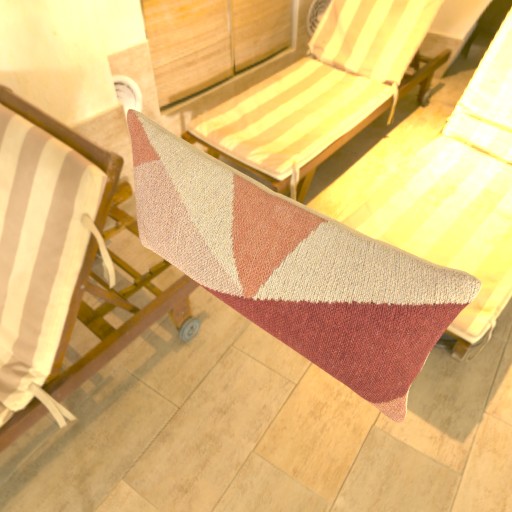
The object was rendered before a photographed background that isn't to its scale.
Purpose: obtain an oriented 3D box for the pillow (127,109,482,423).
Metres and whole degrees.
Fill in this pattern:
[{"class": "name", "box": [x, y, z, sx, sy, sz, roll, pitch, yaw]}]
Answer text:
[{"class": "pillow", "box": [0.000, 0.000, 0.708, 0.609, 0.292, 0.155, 31, 54, 26]}]
